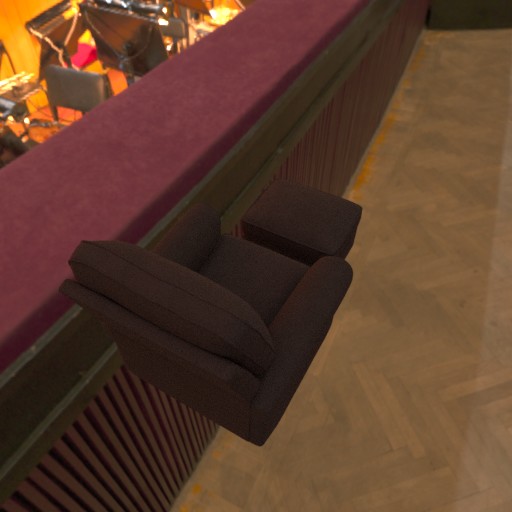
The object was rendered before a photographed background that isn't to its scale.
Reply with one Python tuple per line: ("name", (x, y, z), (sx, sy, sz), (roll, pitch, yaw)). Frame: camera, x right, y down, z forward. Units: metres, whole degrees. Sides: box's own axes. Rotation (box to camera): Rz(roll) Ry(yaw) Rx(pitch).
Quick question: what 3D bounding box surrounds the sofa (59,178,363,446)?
("sofa", (0.000, 0.000, 2.043), (0.880, 0.959, 1.478), (23, 51, 20))
